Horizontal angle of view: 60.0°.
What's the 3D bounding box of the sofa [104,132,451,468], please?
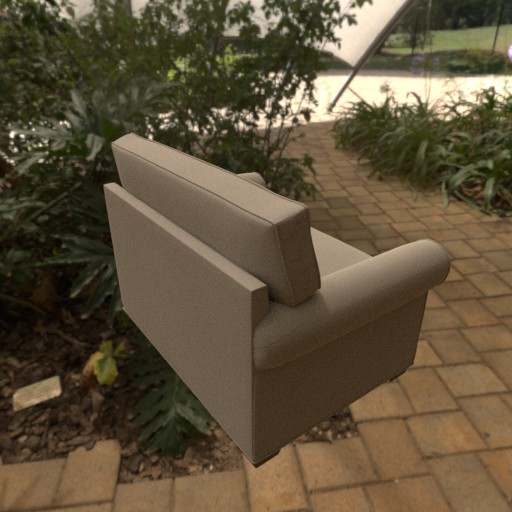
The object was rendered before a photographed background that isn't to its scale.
[{"bbox_3d":[0.000,0.000,2.070,0.937,1.006,1.405,-18,32,-32],"label":"sofa"}]
